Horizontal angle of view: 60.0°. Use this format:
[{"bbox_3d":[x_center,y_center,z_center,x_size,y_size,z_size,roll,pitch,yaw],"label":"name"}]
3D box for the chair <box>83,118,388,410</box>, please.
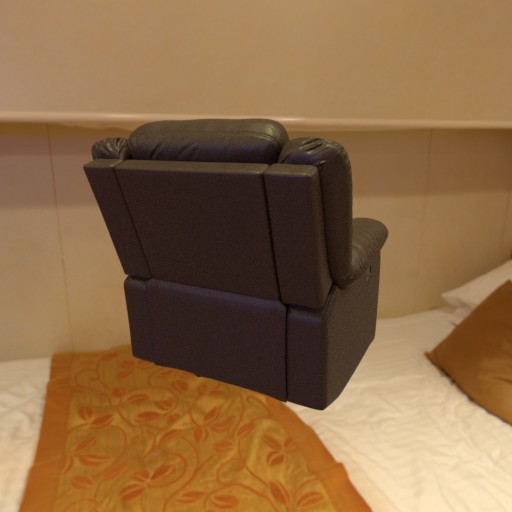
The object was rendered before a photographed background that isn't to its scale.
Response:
[{"bbox_3d":[0.000,0.000,1.738,0.899,1.009,0.934,8,17,26],"label":"chair"}]
